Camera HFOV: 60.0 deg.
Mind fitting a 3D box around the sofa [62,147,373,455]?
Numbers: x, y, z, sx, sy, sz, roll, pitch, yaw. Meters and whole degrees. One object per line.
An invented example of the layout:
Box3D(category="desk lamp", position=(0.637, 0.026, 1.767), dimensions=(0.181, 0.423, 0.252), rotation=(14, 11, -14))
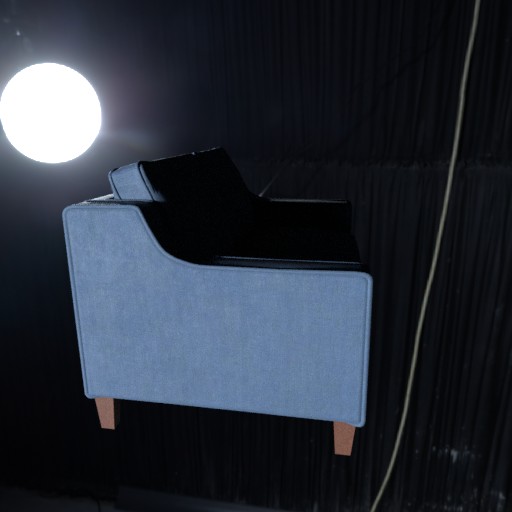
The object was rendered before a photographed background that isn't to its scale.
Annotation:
Box3D(category="sofa", position=(0.000, 0.000, 2.105), dimensions=(0.987, 0.971, 1.501), rotation=(3, 16, 9))
